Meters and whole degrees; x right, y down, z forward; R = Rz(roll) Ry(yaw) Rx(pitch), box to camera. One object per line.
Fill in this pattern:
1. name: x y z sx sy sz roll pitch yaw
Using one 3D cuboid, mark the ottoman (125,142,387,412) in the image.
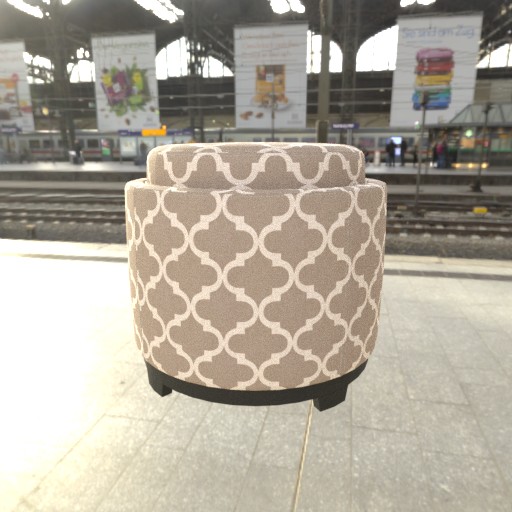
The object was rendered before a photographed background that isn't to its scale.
1. ottoman: 0.000 0.000 0.864 0.480 0.429 0.480 0 14 0
